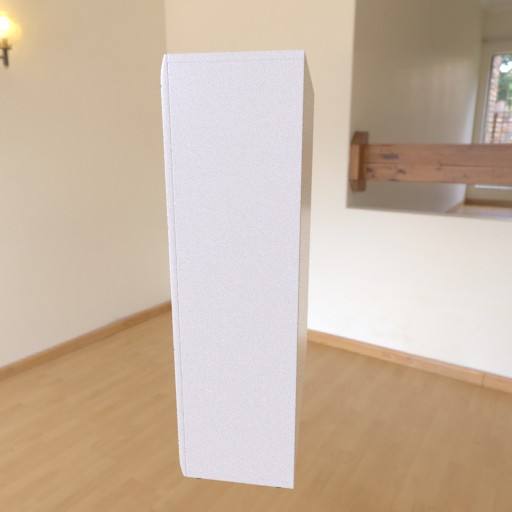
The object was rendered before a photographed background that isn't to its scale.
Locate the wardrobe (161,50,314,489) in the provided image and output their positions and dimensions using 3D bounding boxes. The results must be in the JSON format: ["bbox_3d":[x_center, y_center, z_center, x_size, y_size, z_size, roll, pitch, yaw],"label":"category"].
[{"bbox_3d":[0.000,0.000,1.604,0.360,1.200,0.900,2,14,8],"label":"wardrobe"}]
